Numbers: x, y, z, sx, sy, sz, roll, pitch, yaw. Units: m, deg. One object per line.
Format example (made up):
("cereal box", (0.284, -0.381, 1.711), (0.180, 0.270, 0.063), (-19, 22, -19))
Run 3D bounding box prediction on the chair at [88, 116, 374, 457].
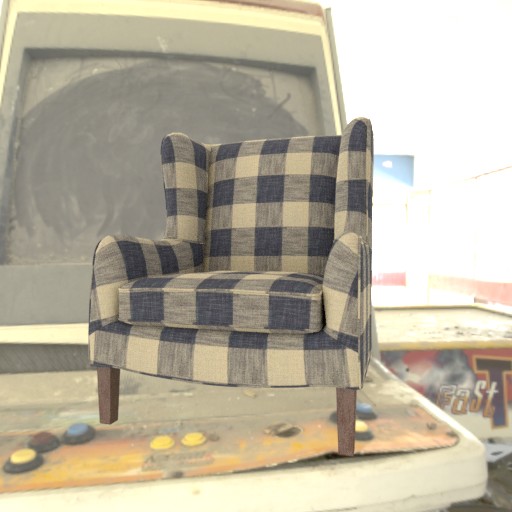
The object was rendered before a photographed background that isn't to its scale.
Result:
("chair", (0.000, 0.000, 1.651), (0.830, 1.041, 0.889), (0, 1, 17))
